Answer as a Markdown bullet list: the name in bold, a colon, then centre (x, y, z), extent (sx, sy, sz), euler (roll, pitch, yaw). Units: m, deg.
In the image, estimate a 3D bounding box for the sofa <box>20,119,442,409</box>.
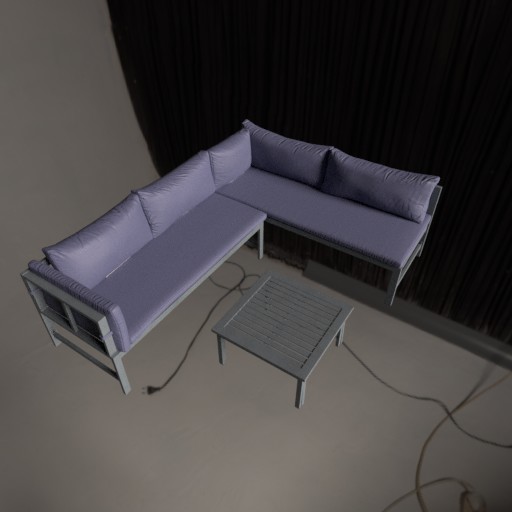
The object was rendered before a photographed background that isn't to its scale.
- **sofa**: centre (0.000, 0.000, 2.881), extent (1.658, 0.762, 2.149), euler (24, 46, 25)
